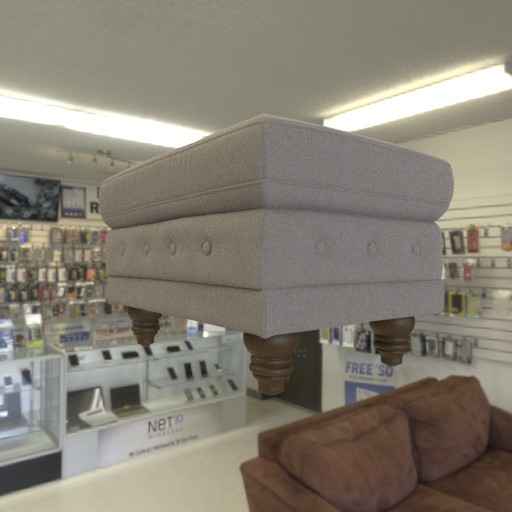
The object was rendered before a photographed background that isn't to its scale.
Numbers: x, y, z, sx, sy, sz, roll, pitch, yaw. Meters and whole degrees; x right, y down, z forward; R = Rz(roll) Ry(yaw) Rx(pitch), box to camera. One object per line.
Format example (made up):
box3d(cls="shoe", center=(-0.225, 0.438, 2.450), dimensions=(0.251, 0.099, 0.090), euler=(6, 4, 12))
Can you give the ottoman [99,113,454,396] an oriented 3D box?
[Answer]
box3d(cls="ottoman", center=(0.000, 0.000, 1.133), dimensions=(0.569, 0.500, 0.771), euler=(0, 0, -37))
